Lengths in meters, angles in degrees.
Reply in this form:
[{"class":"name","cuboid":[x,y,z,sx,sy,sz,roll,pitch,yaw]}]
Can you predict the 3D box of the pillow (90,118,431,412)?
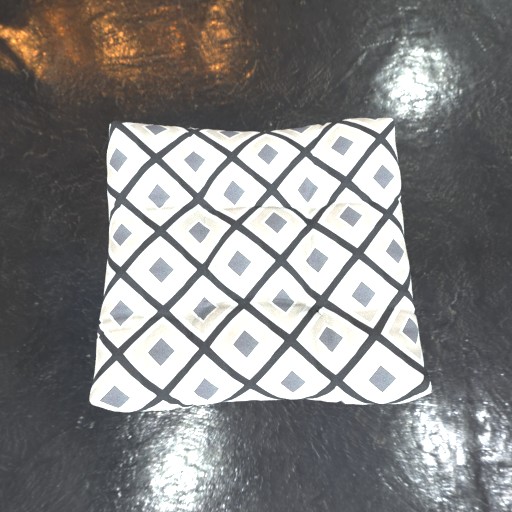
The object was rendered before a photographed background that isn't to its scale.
[{"class":"pillow","cuboid":[0.000,0.000,0.719,0.490,0.128,0.468,-2,75,0]}]
